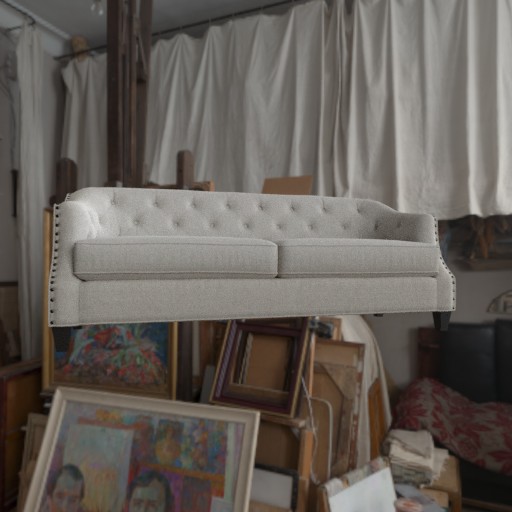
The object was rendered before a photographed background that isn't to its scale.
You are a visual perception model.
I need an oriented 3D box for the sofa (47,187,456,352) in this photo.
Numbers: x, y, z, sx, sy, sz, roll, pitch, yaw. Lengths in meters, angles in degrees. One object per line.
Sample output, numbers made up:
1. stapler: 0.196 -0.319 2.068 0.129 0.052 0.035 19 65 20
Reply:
1. sofa: 0.000 0.000 2.744 2.235 0.901 0.914 0 -1 -17
